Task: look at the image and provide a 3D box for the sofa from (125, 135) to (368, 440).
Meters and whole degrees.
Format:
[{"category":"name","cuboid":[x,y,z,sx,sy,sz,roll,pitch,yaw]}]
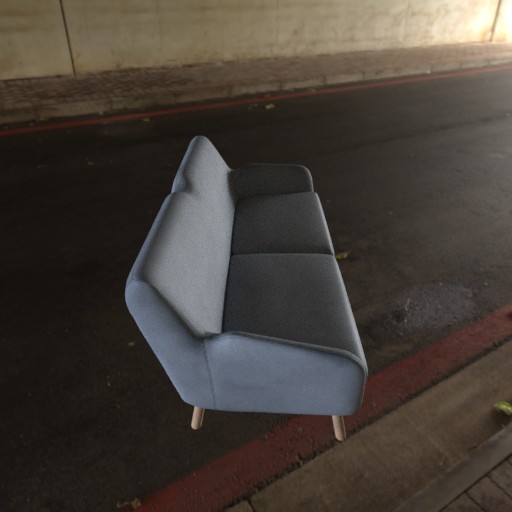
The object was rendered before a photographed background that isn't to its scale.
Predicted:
[{"category":"sofa","cuboid":[0.000,0.000,2.304,0.850,0.810,1.870,0,31,0]}]
